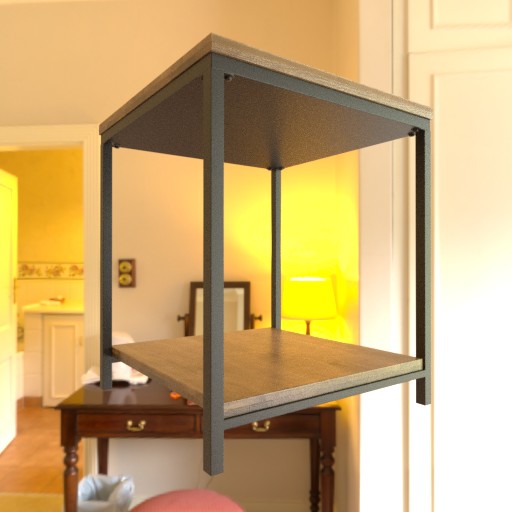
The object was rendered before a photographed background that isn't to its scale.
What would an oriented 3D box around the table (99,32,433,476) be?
[{"bbox_3d":[0.000,0.000,0.937,0.507,0.589,0.503,0,0,-36],"label":"table"}]
